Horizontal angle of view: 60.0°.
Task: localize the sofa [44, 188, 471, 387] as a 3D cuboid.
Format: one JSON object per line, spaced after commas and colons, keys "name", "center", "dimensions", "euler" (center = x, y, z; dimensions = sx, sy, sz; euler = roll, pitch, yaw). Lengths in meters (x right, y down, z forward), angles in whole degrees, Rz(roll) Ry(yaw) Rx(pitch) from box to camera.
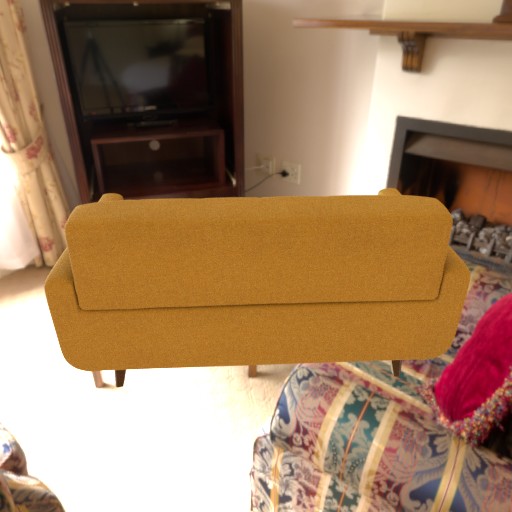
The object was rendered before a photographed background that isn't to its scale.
{"name": "sofa", "center": [0.000, 0.000, 2.128], "dimensions": [1.631, 0.841, 0.909], "euler": [-1, 30, -3]}
